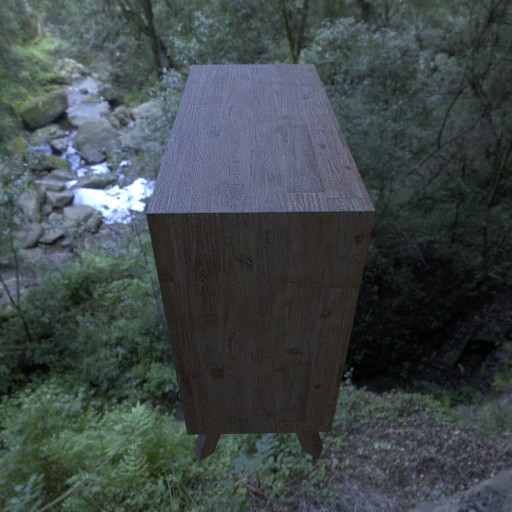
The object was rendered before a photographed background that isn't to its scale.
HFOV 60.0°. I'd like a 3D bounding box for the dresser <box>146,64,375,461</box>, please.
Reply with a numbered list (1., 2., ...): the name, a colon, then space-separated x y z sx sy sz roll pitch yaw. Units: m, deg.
1. dresser: 0.000 0.000 1.587 0.455 1.029 0.998 -1 39 -1
